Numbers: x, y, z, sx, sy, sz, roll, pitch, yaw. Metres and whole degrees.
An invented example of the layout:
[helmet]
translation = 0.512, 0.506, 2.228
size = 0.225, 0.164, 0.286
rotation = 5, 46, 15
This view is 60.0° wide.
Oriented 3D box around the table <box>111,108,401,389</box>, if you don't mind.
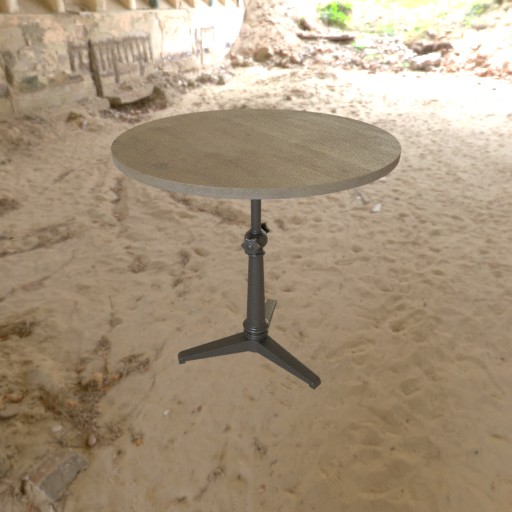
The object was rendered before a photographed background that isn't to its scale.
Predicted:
[table]
translation = 0.000, 0.000, 1.461
size = 0.800, 0.780, 0.800
rotation = 0, 30, 0
